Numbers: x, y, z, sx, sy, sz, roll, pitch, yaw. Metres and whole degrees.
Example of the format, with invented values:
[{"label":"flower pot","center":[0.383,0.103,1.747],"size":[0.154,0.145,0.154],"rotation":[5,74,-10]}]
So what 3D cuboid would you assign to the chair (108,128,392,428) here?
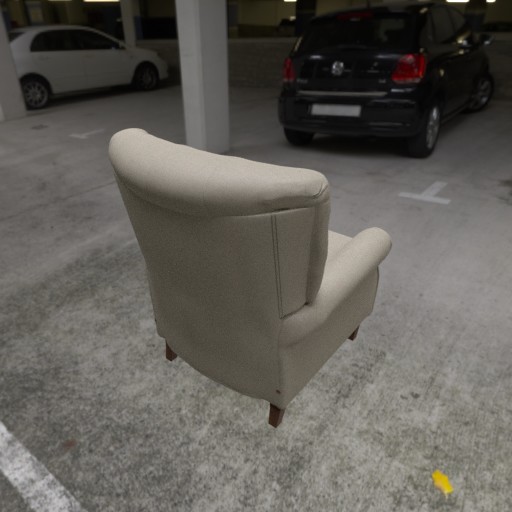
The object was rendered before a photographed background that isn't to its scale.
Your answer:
[{"label":"chair","center":[0.000,0.000,1.960],"size":[0.943,1.158,1.059],"rotation":[22,37,32]}]
